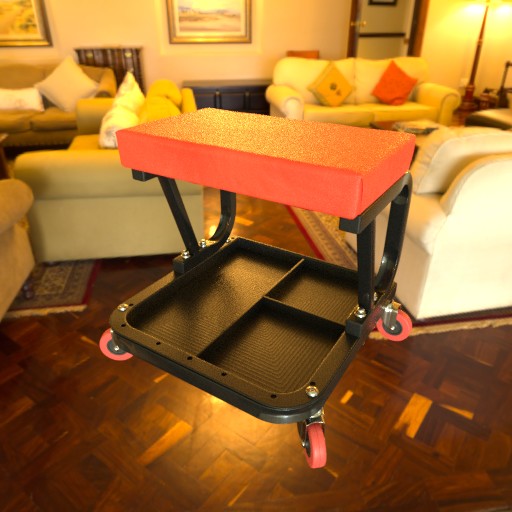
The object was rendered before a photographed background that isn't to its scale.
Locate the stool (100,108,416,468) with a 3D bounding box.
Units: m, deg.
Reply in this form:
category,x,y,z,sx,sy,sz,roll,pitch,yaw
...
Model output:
category,x,y,z,sx,sy,sz,roll,pitch,yaw
stool,0.000,0.000,0.695,0.446,0.380,0.371,17,33,28
